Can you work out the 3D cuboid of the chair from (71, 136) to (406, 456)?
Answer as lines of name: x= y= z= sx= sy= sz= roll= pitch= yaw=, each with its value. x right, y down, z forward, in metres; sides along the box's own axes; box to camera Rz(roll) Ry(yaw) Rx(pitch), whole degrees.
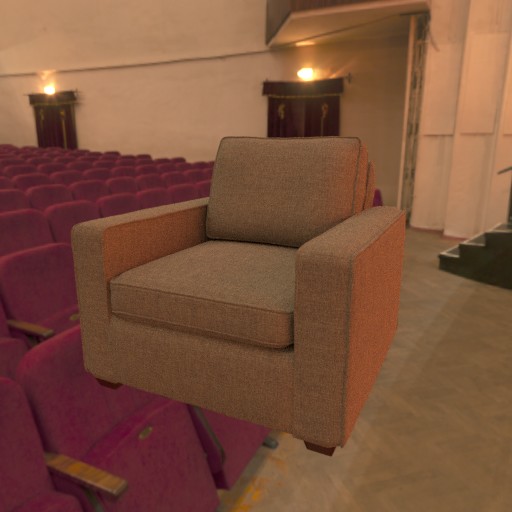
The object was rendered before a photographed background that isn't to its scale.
chair: x=0.000 y=0.000 z=1.734 sx=1.016 sy=0.914 sz=0.940 roll=7 pitch=16 yaw=25
